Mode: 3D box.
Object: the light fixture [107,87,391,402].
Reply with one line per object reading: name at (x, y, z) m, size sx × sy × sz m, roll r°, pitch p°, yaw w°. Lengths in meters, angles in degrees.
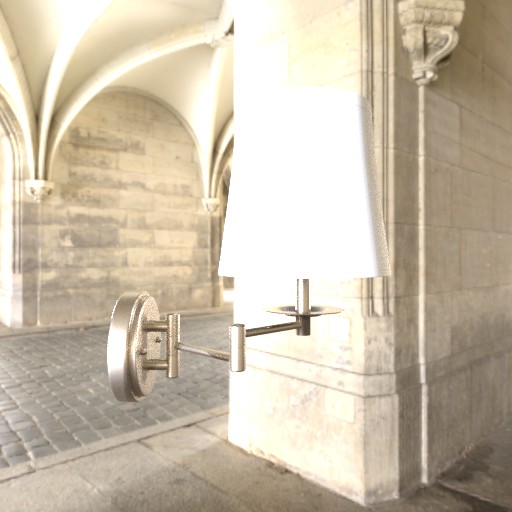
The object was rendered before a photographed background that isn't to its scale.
light fixture at (0.000, 0.000, 0.588) m, size 0.348 × 0.381 × 0.223 m, roll 0°, pitch 0°, yaw 1°
